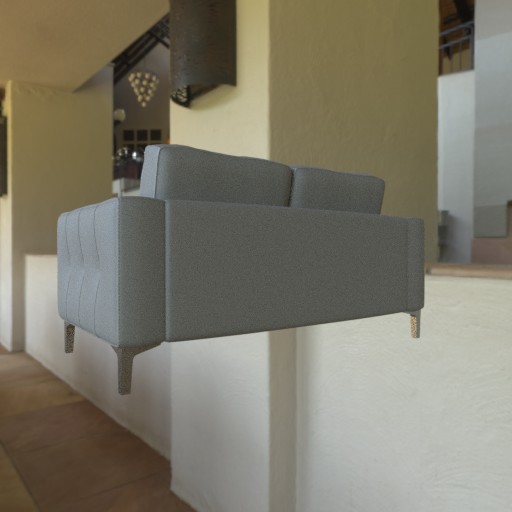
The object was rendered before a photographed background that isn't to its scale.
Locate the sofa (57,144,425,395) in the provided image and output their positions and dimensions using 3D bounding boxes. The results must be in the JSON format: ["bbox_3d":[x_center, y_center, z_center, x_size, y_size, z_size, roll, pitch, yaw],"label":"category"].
[{"bbox_3d":[0.000,0.000,2.232,1.726,0.893,0.833,0,1,-36],"label":"sofa"}]
